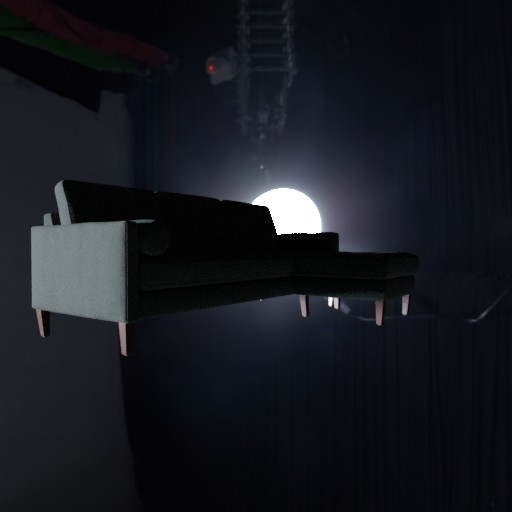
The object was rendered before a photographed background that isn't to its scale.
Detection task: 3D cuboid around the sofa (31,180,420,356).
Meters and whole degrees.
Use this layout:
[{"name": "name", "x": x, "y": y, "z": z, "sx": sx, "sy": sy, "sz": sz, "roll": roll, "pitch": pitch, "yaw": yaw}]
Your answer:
[{"name": "sofa", "x": 0.000, "y": 0.000, "z": 2.873, "sx": 1.506, "sy": 0.876, "sz": 2.178, "roll": 1, "pitch": 1, "yaw": 36}]
